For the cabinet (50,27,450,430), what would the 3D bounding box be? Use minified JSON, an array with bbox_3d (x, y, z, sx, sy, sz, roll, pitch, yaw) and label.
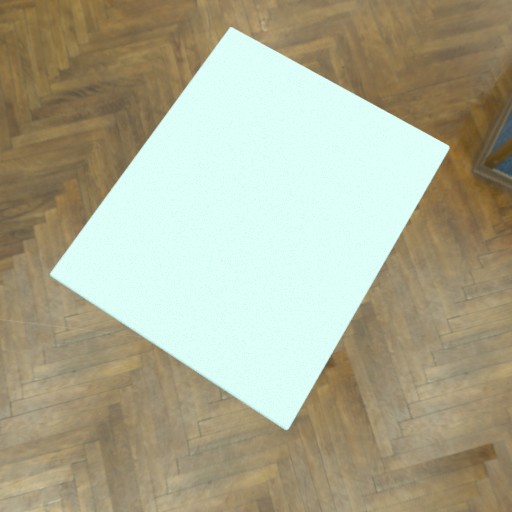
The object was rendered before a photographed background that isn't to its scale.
[{"bbox_3d":[0.000,0.000,1.058,0.431,0.723,0.520,31,80,6],"label":"cabinet"}]
